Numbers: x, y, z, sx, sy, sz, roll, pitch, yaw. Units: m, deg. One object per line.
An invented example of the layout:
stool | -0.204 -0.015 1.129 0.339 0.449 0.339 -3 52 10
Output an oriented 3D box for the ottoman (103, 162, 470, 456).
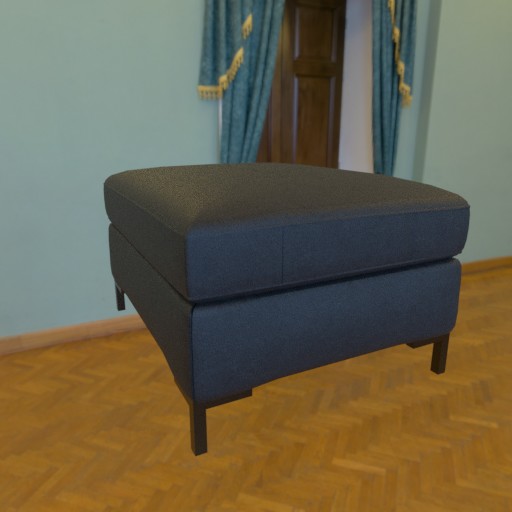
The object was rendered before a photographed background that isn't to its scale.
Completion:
ottoman | 0.000 0.000 1.767 0.967 0.696 1.187 -8 18 -26
